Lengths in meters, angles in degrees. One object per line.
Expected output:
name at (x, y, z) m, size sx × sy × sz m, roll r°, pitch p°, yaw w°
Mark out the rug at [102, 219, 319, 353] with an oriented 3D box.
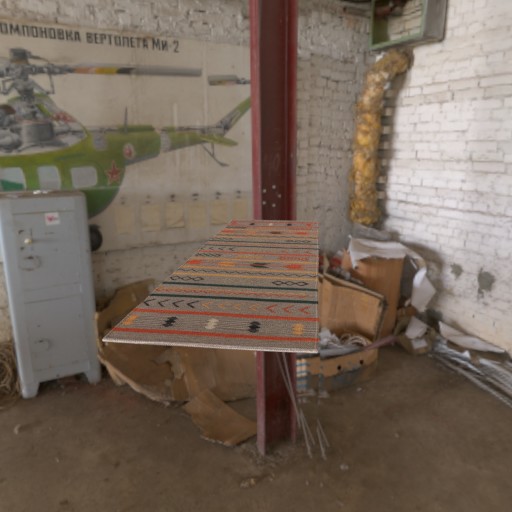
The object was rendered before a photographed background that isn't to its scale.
rug at (0.000, 0.000, 2.634) m, size 0.744 × 0.022 × 2.419 m, roll 2°, pitch 15°, yaw 8°
